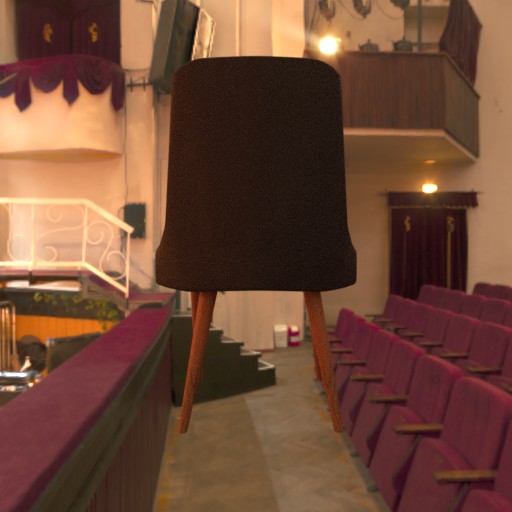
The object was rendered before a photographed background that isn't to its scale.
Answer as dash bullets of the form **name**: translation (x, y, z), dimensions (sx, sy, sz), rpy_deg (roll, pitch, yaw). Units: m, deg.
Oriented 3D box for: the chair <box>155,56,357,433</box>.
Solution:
- **chair**: translation (0.000, 0.000, 1.178), dimensions (0.504, 0.820, 0.567), rpy_deg (0, 0, 0)
